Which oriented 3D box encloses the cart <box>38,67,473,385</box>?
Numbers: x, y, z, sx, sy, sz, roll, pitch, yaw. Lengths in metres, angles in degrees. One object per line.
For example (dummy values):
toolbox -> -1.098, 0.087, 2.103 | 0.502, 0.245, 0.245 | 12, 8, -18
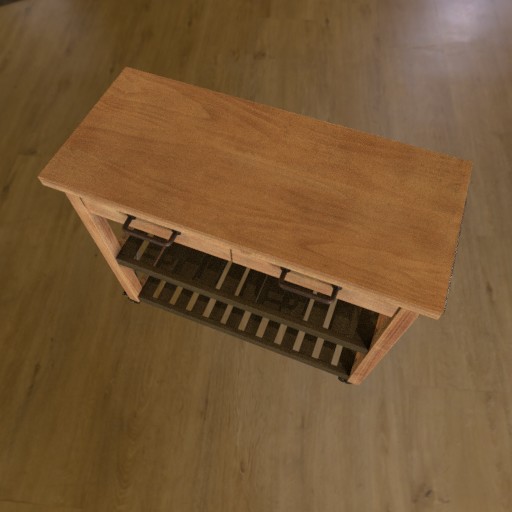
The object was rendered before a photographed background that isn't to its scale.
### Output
cart -> 0.000, 0.000, 0.956 | 0.686, 0.554, 0.298 | 19, 62, 10
